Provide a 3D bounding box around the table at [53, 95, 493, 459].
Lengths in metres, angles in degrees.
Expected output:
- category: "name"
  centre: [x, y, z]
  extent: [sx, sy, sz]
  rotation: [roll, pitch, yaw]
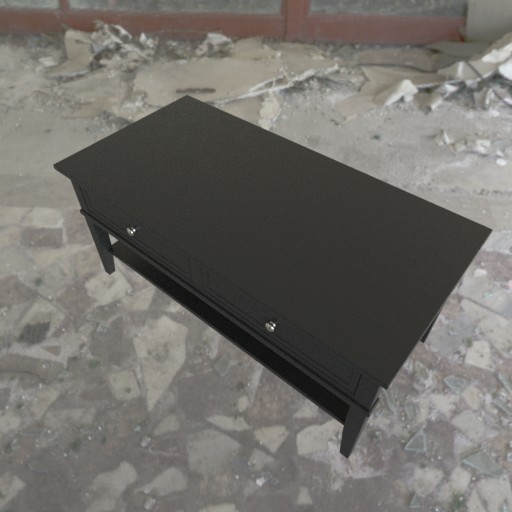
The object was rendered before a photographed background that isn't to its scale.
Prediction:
- category: "table"
  centre: [0.000, 0.000, 1.323]
  extent: [1.044, 0.470, 0.523]
  rotation: [31, 54, 26]
